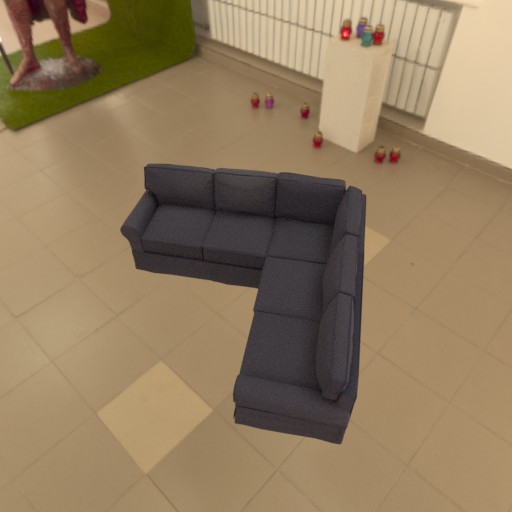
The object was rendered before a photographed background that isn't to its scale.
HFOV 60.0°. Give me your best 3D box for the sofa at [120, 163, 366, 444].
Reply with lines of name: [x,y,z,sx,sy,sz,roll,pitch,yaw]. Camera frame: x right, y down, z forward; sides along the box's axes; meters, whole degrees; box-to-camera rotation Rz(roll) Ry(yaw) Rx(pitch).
sofa: [0.000,0.000,5.084,3.773,1.169,2.874,34,55,28]
